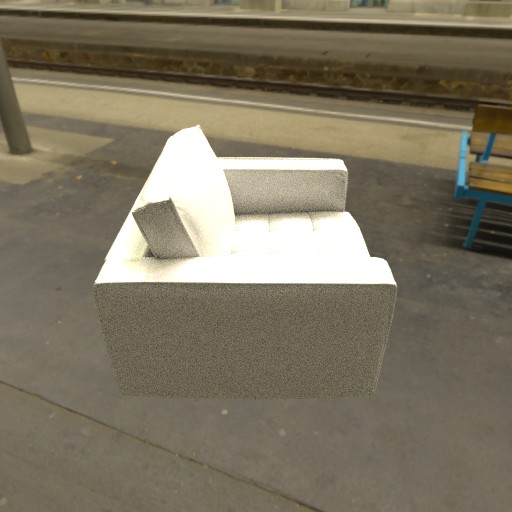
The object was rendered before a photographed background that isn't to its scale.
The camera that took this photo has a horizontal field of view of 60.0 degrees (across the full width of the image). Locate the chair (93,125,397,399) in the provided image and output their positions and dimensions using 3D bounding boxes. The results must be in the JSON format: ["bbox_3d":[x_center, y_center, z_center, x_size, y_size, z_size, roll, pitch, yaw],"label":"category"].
[{"bbox_3d":[0.000,0.000,1.596,0.843,0.773,0.928,0,33,0],"label":"chair"}]
